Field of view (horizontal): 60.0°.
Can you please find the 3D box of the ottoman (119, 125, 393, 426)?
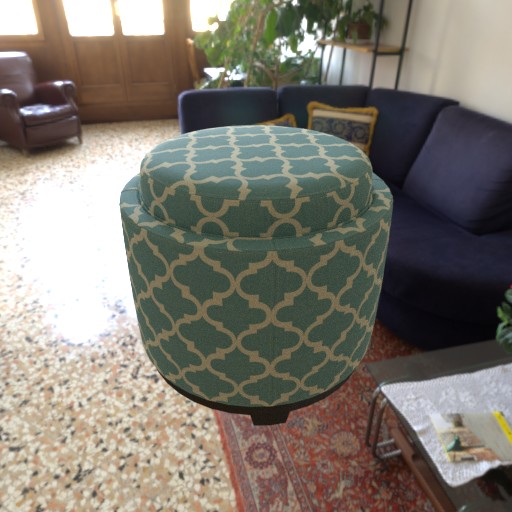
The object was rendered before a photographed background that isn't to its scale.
[{"bbox_3d":[0.000,0.000,0.860,0.480,0.429,0.480,0,30,0],"label":"ottoman"}]
